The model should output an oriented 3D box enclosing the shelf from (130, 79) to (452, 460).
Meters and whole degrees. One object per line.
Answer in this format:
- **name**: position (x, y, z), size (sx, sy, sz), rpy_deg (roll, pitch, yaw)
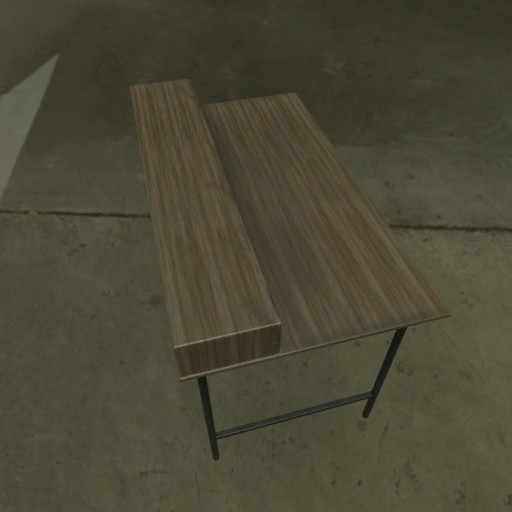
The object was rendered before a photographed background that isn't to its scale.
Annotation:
- **shelf**: position (0.000, 0.000, 1.673), size (0.685, 0.865, 1.212), rpy_deg (-11, 48, -10)
